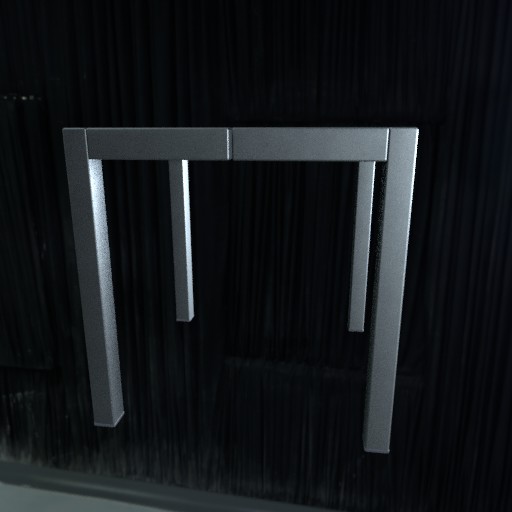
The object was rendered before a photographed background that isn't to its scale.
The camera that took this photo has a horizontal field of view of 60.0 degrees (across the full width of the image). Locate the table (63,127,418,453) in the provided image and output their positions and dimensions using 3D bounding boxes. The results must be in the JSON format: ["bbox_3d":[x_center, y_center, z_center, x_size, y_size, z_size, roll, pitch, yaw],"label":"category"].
[{"bbox_3d":[0.000,0.000,0.927,0.508,0.508,0.508,2,15,8],"label":"table"}]
